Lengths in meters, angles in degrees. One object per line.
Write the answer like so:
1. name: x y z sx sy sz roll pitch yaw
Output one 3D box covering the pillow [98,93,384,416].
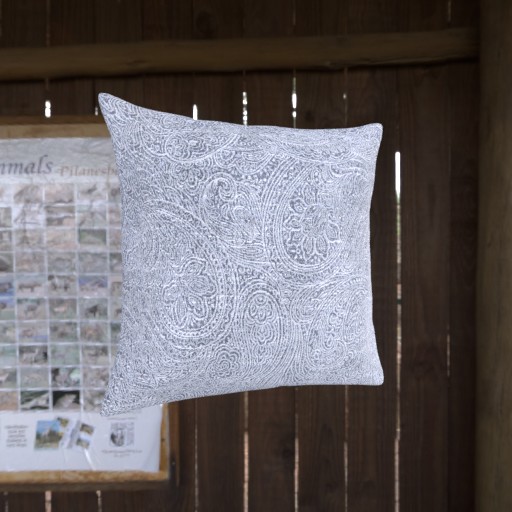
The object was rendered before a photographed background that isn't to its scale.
1. pillow: 0.000 0.000 0.779 0.523 0.510 0.166 0 0 -18
